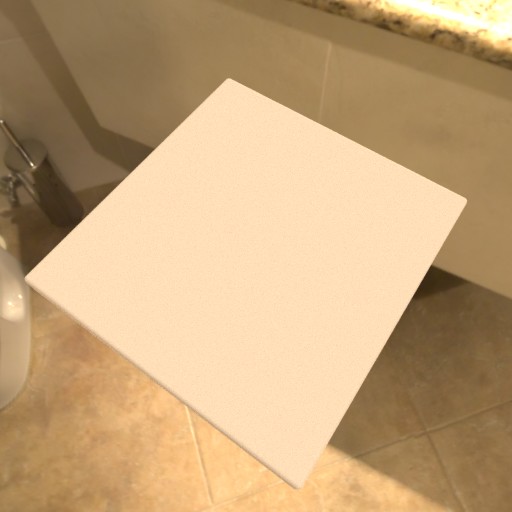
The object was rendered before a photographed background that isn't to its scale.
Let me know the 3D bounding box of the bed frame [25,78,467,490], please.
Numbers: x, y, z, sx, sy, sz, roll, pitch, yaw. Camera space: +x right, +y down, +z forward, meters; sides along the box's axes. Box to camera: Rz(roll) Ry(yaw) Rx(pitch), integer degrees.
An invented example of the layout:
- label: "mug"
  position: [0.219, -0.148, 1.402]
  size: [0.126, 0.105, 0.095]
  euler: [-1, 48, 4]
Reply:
- label: "bed frame"
  position: [0.000, 0.000, 2.954]
  size: [1.935, 0.525, 2.033]
  euler: [32, 68, 15]
